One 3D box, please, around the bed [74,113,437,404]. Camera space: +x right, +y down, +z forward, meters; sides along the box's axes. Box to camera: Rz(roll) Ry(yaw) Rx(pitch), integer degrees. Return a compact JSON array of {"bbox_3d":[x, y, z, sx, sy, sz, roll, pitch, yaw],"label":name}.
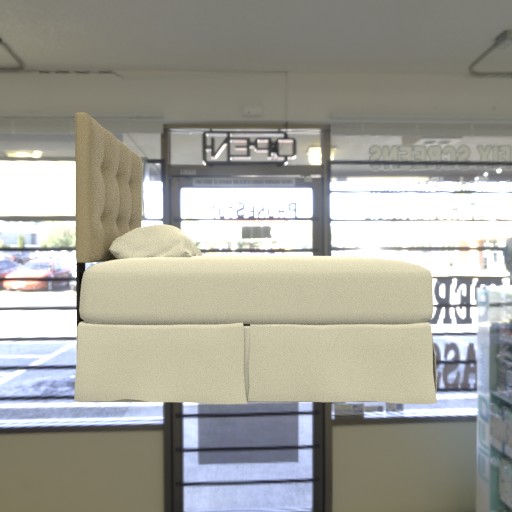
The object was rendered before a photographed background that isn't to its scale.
[{"bbox_3d":[0.000,0.000,2.960,1.997,1.571,1.261,0,1,0],"label":"bed"}]
